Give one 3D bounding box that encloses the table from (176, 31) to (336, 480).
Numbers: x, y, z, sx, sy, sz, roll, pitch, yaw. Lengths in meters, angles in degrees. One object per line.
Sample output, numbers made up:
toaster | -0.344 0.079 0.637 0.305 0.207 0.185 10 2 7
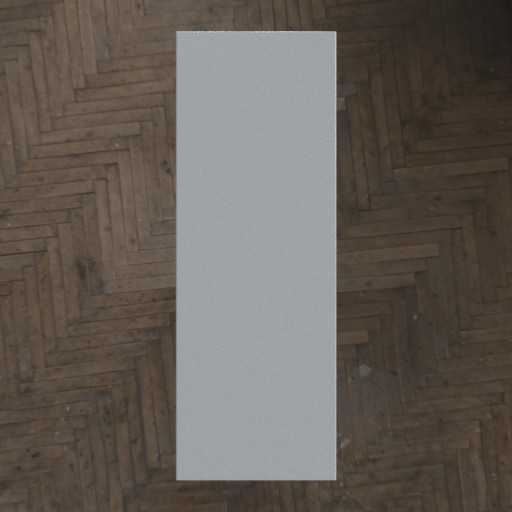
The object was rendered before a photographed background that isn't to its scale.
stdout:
table | 0.000 0.000 1.423 0.381 0.749 1.067 0 90 0
